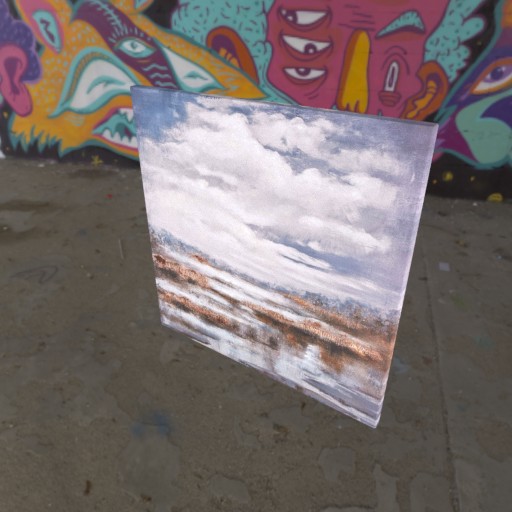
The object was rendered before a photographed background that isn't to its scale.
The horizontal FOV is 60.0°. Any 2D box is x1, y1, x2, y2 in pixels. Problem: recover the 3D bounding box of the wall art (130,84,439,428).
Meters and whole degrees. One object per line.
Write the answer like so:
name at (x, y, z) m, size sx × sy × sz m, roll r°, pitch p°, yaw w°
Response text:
wall art at (0.000, 0.000, 1.338) m, size 0.888 × 0.897 × 0.035 m, roll 19°, pitch 35°, yaw 29°
